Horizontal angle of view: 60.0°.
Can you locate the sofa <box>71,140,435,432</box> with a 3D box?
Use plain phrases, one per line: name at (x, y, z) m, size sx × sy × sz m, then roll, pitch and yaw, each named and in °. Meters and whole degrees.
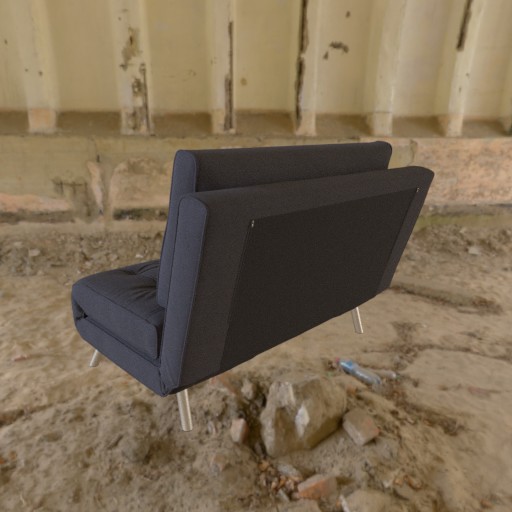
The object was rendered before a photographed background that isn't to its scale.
sofa at (0.000, 0.000, 1.827) m, size 1.220 × 0.910 × 0.910 m, roll -15°, pitch 22°, yaw -42°
